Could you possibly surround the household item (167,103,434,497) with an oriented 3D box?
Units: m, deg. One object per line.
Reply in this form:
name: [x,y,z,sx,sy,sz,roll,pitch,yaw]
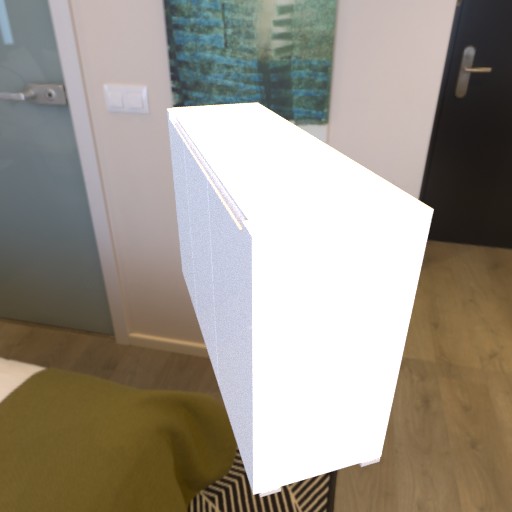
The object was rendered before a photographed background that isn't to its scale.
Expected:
household item: [0.000,0.000,1.680,0.420,0.867,1.300,-9,31,-15]
